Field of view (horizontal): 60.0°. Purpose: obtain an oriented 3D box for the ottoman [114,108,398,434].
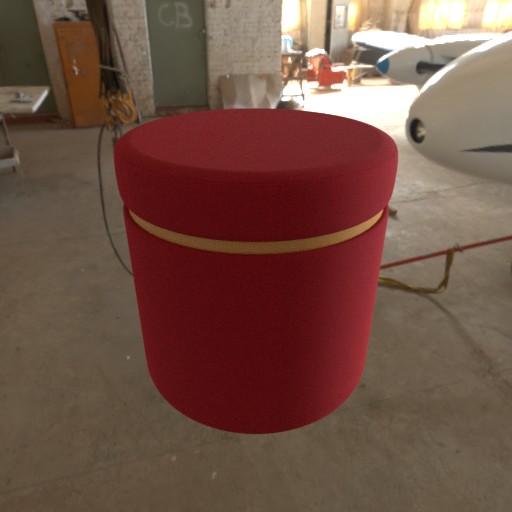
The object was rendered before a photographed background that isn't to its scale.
[{"bbox_3d":[0.000,0.000,0.732,0.400,0.406,0.400,0,29,0],"label":"ottoman"}]
